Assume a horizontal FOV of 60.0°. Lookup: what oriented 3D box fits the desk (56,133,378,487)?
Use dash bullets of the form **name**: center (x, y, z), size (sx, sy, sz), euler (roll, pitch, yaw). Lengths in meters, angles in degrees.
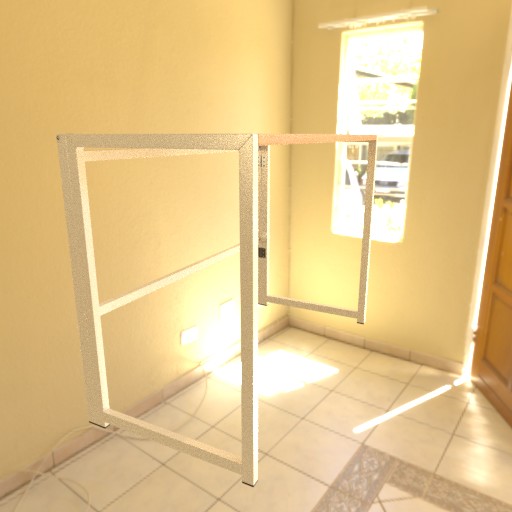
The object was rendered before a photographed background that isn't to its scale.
- **desk**: center (0.000, 0.000, 1.434), size (0.508, 0.762, 1.016), euler (8, 17, 26)
